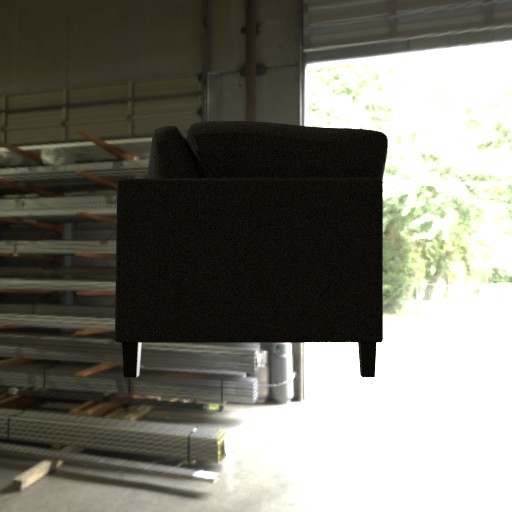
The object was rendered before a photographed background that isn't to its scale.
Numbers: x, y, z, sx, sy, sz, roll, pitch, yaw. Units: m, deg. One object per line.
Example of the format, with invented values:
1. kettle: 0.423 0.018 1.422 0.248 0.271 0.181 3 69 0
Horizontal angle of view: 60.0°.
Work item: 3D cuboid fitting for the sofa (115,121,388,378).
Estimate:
1. sofa: 0.000 0.000 2.381 0.969 0.920 1.751 0 -3 0
